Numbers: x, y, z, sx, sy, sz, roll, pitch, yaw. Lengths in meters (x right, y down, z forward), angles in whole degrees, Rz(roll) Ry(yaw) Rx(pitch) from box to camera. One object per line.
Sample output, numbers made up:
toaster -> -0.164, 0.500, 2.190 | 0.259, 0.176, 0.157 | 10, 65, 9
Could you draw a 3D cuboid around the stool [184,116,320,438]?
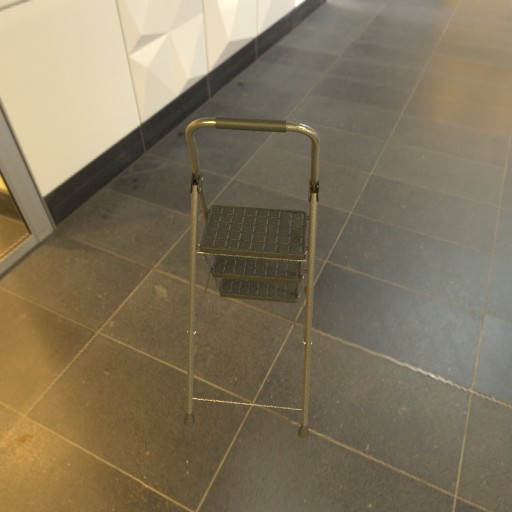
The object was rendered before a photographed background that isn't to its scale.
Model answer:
stool -> 0.000, 0.000, 1.502 | 0.473, 1.121, 0.733 | 4, 46, 4
